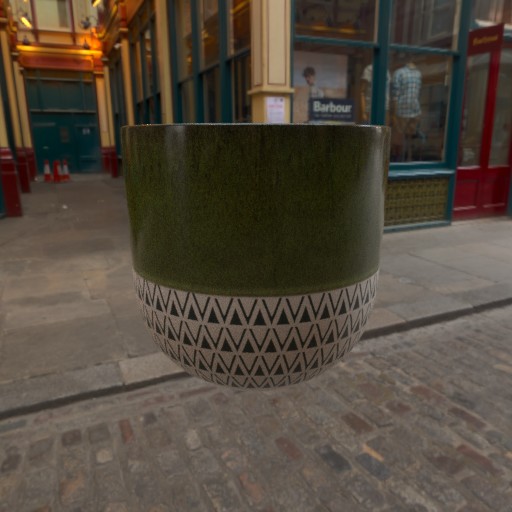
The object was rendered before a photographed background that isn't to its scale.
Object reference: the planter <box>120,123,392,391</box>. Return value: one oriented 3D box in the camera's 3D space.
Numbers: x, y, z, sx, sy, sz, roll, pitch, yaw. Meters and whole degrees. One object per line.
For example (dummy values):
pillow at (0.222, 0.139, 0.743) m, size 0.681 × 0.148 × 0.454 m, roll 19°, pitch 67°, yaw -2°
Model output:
planter at (0.000, 0.000, 0.486) m, size 0.266 × 0.270 × 0.266 m, roll 0°, pitch 15°, yaw 0°
